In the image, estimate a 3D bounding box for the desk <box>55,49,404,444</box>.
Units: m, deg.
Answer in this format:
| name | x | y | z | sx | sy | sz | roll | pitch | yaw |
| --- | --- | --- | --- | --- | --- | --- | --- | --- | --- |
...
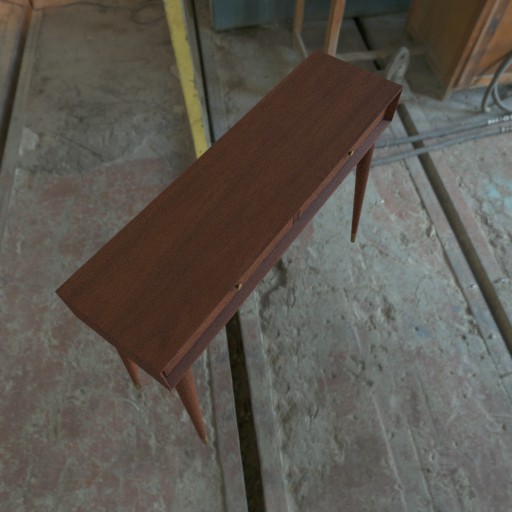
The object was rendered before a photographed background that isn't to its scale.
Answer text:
| name | x | y | z | sx | sy | sz | roll | pitch | yaw |
| --- | --- | --- | --- | --- | --- | --- | --- | --- | --- |
| desk | 0.000 | 0.000 | 1.672 | 0.384 | 0.917 | 1.204 | 32 | 64 | 18 |
